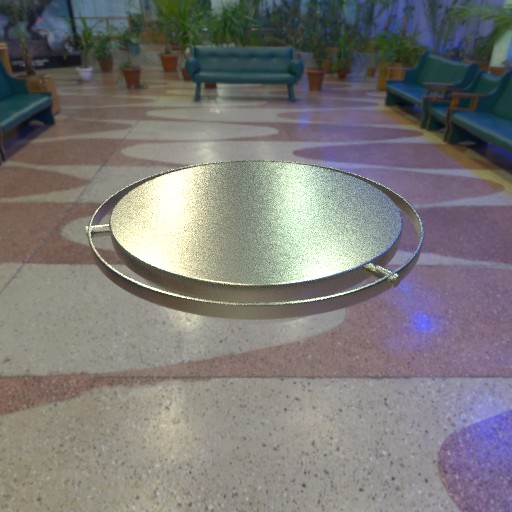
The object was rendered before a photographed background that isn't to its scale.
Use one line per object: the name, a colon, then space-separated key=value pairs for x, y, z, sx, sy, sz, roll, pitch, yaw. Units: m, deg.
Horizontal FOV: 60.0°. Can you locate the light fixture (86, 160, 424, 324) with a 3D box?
light fixture: x=0.000 y=0.000 z=0.530 sx=0.361 sy=0.130 sz=0.361 roll=0 pitch=30 yaw=0
